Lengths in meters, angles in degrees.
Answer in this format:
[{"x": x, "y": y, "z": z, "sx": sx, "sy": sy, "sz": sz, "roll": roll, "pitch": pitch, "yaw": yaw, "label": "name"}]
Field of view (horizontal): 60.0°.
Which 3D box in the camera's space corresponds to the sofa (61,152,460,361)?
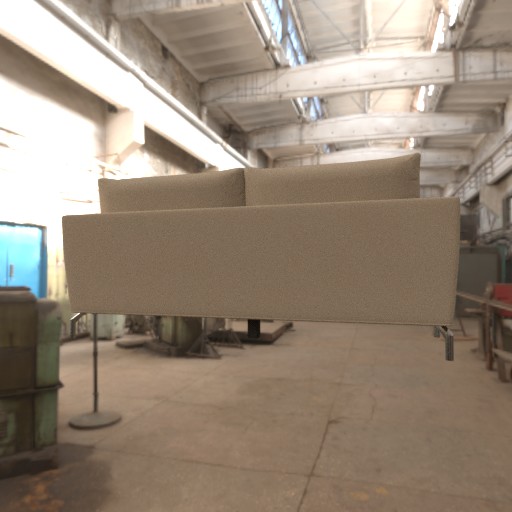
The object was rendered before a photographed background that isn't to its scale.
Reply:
[{"x": 0.000, "y": 0.000, "z": 2.725, "sx": 2.214, "sy": 1.005, "sz": 0.868, "roll": -1, "pitch": -2, "yaw": 18, "label": "sofa"}]
